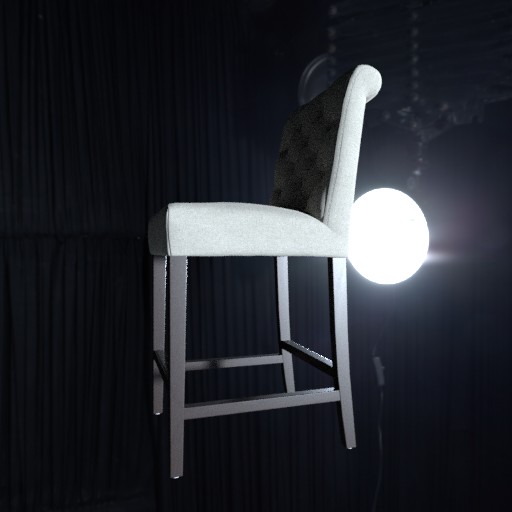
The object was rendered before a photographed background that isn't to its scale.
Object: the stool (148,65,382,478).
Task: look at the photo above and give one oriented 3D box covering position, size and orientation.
[{"bbox_3d":[0.000,0.000,1.335,0.601,1.040,0.493,0,1,-18],"label":"stool"}]
